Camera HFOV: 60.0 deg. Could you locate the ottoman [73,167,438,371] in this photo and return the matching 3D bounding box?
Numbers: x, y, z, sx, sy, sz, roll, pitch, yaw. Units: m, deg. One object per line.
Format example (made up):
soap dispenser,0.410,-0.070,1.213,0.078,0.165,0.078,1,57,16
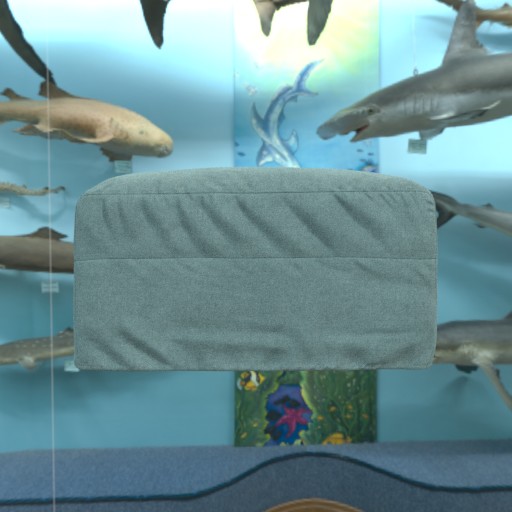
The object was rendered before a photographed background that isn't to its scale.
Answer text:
ottoman,0.000,0.000,1.284,0.837,0.481,0.683,0,2,0
